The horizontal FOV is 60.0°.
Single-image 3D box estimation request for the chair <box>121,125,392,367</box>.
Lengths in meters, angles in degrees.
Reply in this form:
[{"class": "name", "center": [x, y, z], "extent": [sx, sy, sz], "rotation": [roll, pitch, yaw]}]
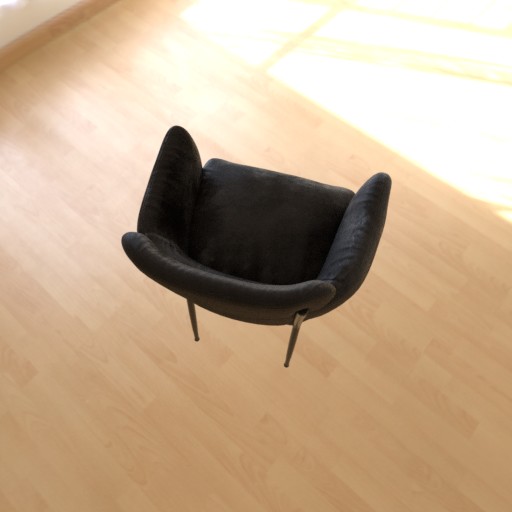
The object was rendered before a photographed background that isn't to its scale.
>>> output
[{"class": "chair", "center": [0.000, 0.000, 1.295], "extent": [0.640, 0.818, 0.604], "rotation": [15, 64, 7]}]
